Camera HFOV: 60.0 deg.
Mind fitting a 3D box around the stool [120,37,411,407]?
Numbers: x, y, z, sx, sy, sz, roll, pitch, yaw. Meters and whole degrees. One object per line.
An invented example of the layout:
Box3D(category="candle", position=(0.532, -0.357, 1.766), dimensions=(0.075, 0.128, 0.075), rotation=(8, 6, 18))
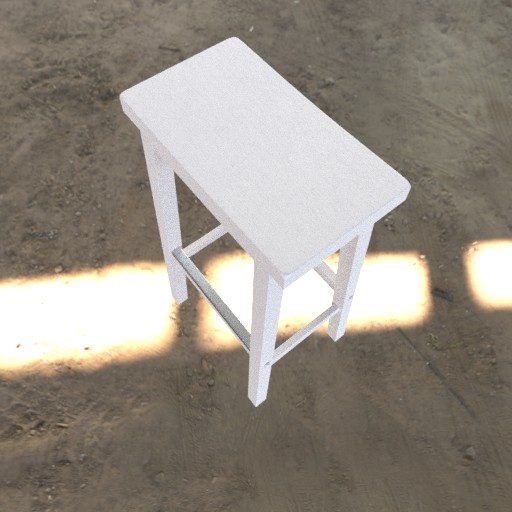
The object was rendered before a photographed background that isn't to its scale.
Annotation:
Box3D(category="stool", position=(0.000, 0.000, 0.975), dimensions=(0.322, 0.742, 0.406), rotation=(-35, 67, -17))
